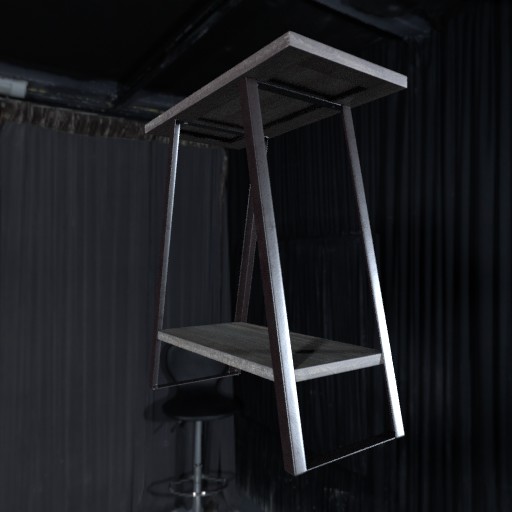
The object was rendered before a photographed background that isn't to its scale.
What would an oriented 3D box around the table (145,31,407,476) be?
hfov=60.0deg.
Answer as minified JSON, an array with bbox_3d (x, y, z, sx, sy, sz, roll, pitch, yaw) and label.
[{"bbox_3d":[0.000,0.000,1.021,0.300,0.701,0.599,0,-1,-36],"label":"table"}]
